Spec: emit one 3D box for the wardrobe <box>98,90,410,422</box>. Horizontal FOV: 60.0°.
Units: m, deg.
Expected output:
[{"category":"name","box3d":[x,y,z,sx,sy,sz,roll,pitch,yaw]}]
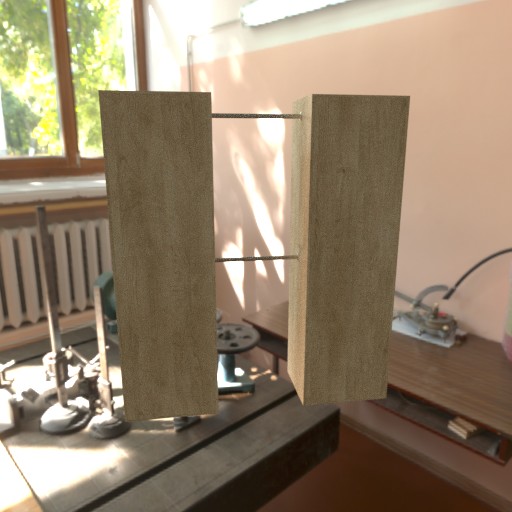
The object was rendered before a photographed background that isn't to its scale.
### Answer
[{"category":"wardrobe","box3d":[0.000,0.000,2.956,1.770,2.000,0.480,-2,14,-9]}]
